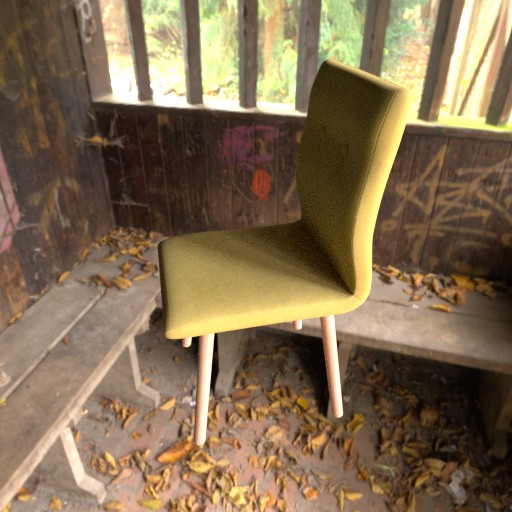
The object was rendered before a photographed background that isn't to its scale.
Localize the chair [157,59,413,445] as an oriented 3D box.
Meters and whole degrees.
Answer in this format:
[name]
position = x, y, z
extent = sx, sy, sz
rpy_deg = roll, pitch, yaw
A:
[chair]
position = 0.000, 0.000, 1.264
extent = 0.550, 0.965, 0.450
rpy_deg = -7, 32, -11
